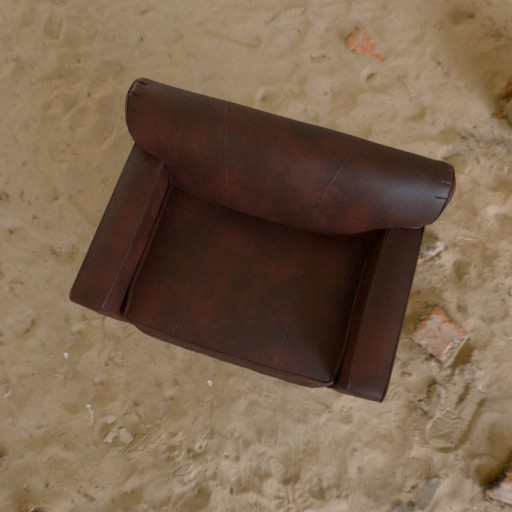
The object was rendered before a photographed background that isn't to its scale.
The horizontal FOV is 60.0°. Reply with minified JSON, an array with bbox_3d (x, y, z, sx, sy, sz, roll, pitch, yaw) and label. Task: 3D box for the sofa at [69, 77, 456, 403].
[{"bbox_3d":[0.000,0.000,2.076,1.413,0.956,1.000,17,76,5],"label":"sofa"}]
